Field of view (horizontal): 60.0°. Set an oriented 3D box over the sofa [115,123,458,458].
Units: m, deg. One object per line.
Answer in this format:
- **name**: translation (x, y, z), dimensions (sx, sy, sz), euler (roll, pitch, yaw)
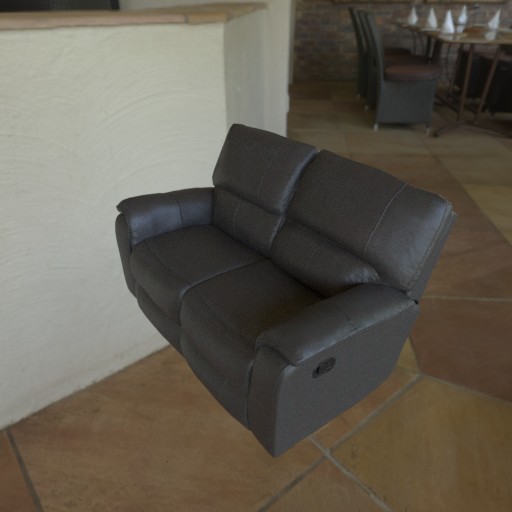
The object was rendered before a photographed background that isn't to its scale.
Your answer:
- **sofa**: translation (0.000, 0.000, 2.501), dimensions (1.104, 1.111, 1.765), euler (-21, 36, -31)
